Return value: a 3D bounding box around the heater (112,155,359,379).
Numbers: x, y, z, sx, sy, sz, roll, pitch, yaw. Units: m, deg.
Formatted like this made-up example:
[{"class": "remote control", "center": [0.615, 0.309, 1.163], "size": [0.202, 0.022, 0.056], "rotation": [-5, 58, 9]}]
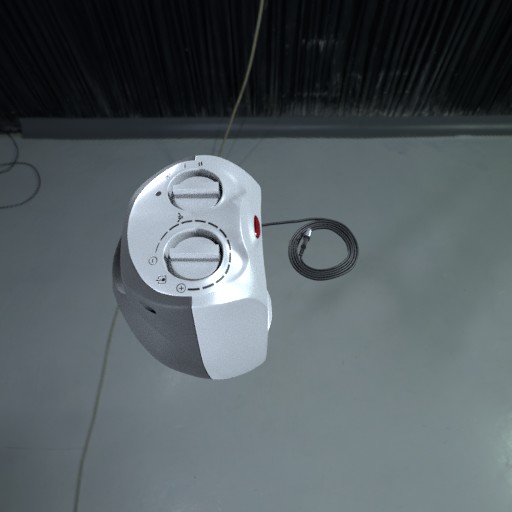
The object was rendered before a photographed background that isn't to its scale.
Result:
[{"class": "heater", "center": [0.000, 0.000, 0.478], "size": [0.291, 0.240, 0.239], "rotation": [-2, 62, -1]}]
